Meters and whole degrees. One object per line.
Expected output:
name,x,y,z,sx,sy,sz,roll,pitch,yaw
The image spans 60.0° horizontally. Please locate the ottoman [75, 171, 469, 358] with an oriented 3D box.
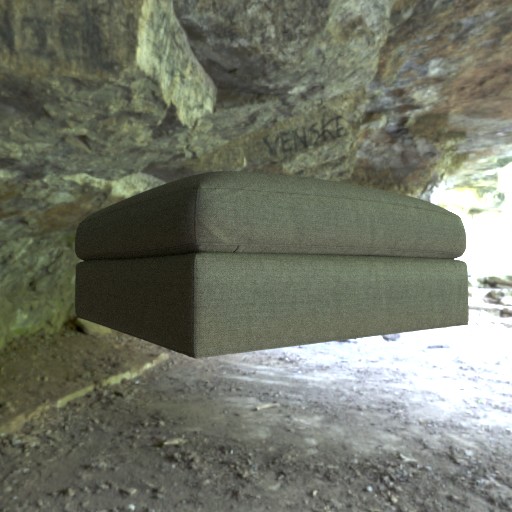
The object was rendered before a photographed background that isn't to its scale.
ottoman,0.000,0.000,1.606,1.041,0.470,1.041,1,-2,-35
